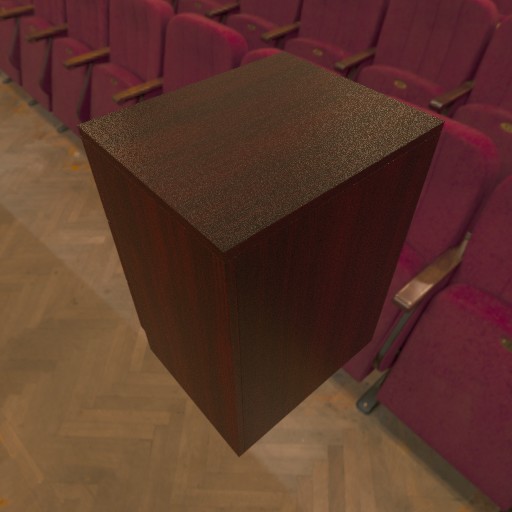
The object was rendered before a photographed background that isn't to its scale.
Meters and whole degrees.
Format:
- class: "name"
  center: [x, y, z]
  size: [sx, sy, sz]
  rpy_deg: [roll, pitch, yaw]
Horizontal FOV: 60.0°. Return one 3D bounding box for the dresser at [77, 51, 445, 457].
- class: "dresser"
  center: [0.000, 0.000, 0.834]
  size: [0.400, 0.560, 0.360]
  rpy_deg: [-32, 54, -27]
